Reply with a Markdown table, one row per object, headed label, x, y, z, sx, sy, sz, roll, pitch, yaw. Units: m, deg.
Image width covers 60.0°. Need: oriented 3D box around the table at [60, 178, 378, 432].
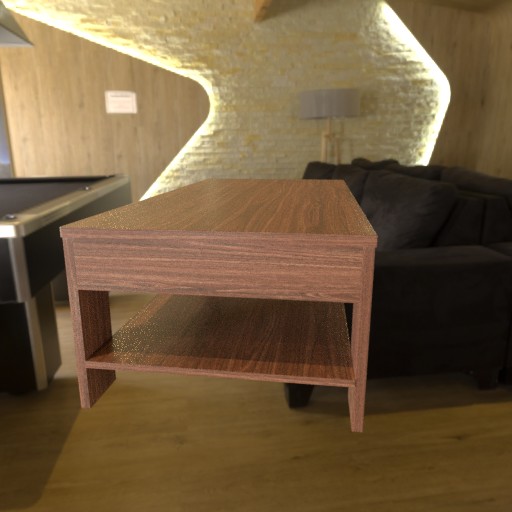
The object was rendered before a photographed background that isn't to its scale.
| label | x | y | z | sx | sy | sz | roll | pitch | yaw |
| --- | --- | --- | --- | --- | --- | --- | --- | --- | --- |
| table | 0.000 | 0.000 | 1.443 | 0.600 | 0.400 | 1.200 | 2 | 15 | 8 |
